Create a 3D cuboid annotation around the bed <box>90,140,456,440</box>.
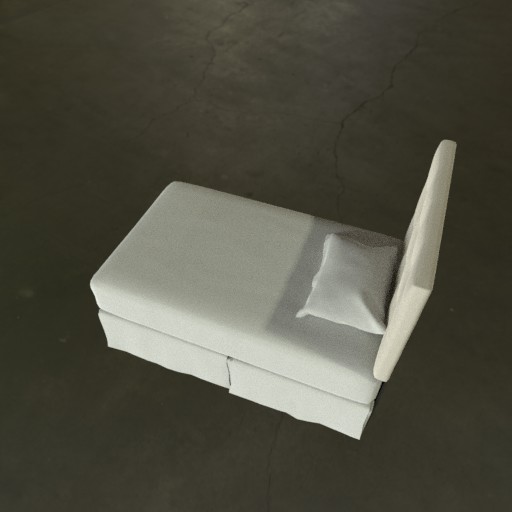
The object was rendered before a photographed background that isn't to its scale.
[{"bbox_3d":[0.000,0.000,2.944,1.997,1.571,1.261,16,50,14],"label":"bed"}]
